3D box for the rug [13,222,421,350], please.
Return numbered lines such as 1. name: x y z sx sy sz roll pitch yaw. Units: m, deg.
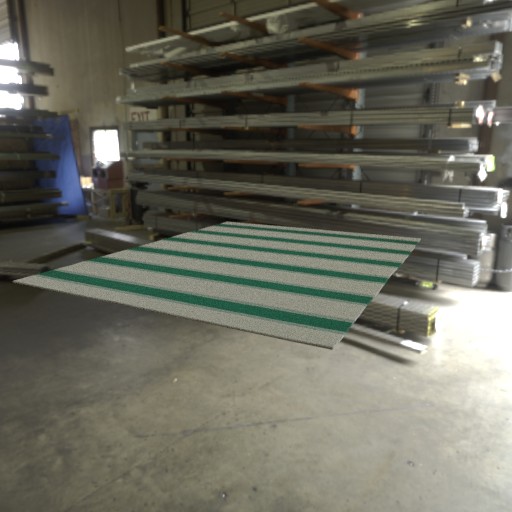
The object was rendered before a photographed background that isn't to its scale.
1. rug: 0.000 0.000 3.999 2.434 0.019 3.041 7 15 27
